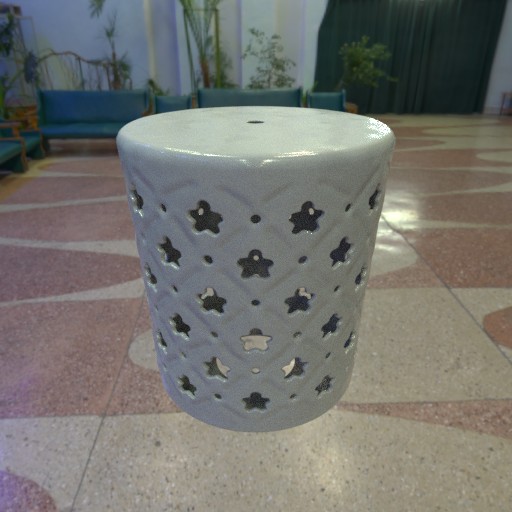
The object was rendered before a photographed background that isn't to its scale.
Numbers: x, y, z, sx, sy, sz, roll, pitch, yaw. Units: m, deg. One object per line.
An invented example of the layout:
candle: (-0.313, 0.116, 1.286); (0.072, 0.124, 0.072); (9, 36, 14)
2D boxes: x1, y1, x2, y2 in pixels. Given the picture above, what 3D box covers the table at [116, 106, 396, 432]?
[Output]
table: (0.000, 0.000, 0.658); (0.352, 0.387, 0.352); (0, 26, 0)
